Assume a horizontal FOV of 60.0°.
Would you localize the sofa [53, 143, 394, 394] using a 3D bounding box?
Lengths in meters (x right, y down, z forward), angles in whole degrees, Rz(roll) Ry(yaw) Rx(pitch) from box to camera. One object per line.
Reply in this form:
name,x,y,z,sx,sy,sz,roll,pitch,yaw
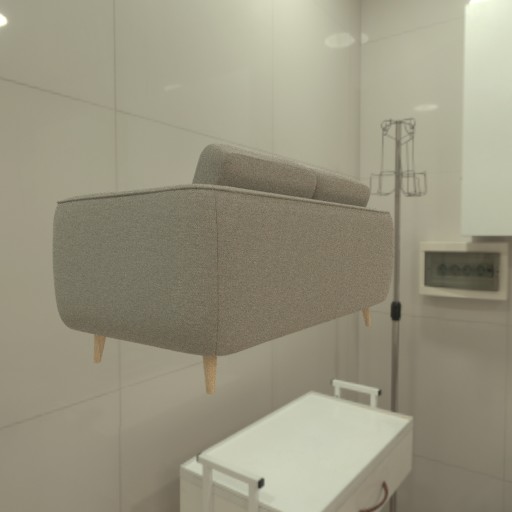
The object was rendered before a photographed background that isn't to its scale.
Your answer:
sofa,0.000,0.000,2.195,0.920,0.850,1.700,2,3,36
